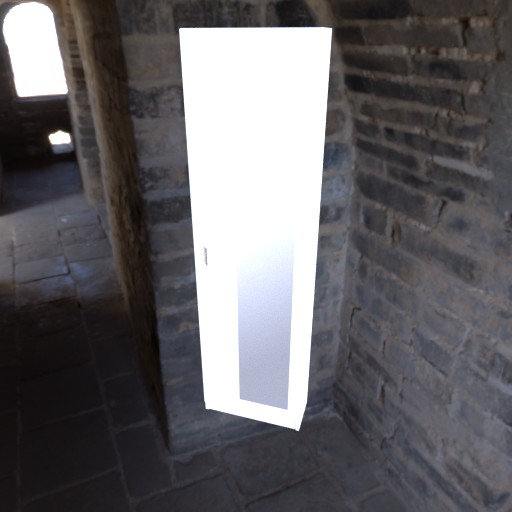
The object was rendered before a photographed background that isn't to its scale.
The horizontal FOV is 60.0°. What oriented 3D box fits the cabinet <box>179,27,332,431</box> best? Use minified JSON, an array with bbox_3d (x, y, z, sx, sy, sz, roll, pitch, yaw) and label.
[{"bbox_3d":[0.000,0.000,1.959,0.500,1.790,0.230,8,27,15],"label":"cabinet"}]
